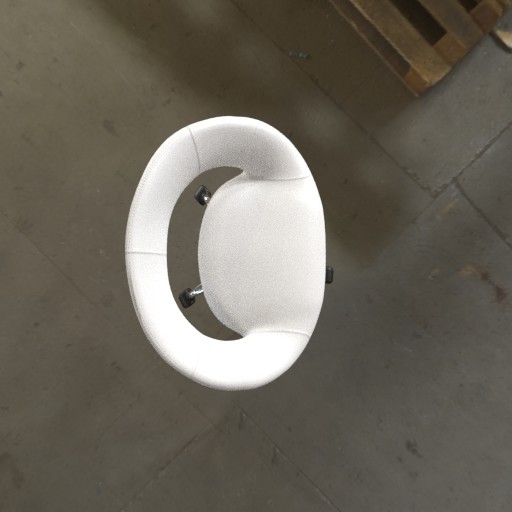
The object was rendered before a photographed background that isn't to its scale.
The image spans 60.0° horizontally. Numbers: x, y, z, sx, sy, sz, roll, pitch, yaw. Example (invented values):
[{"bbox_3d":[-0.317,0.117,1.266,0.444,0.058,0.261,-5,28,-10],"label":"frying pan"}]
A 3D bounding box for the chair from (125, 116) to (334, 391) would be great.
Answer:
[{"bbox_3d":[0.000,0.000,1.167,0.538,0.791,0.612,0,89,0],"label":"chair"}]
